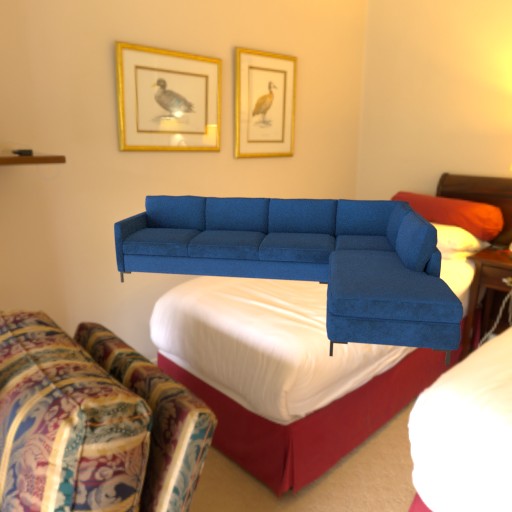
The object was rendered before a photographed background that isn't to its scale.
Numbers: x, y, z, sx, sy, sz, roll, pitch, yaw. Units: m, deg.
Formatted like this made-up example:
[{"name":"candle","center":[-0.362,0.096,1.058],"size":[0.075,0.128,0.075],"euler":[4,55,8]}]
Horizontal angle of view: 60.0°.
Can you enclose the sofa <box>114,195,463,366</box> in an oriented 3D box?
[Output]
[{"name":"sofa","center":[0.000,0.000,3.283],"size":[2.486,0.687,1.707],"euler":[3,15,10]}]
